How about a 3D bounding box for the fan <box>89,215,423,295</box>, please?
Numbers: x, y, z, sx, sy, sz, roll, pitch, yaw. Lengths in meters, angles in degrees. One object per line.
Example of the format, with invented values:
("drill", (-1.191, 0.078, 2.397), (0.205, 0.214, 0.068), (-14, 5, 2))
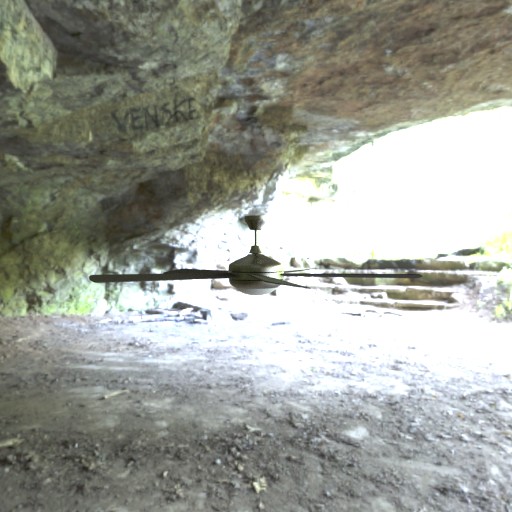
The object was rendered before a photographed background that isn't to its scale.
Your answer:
("fan", (0.000, 0.000, 1.992), (1.321, 0.356, 1.321), (0, 0, 36))
